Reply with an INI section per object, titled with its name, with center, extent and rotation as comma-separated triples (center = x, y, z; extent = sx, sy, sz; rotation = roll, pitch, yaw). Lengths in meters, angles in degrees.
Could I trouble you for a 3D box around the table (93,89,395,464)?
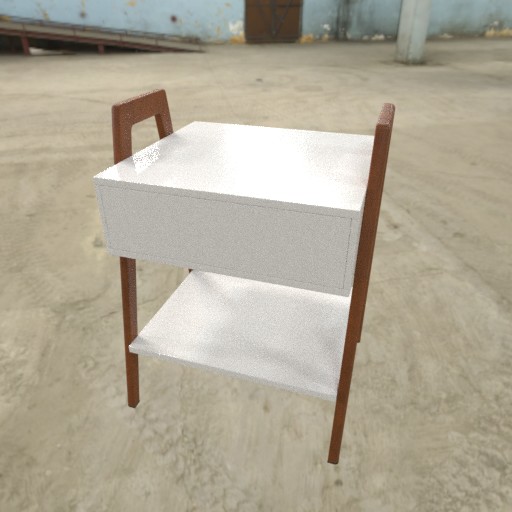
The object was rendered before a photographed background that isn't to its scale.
[table]
center = 0.000, 0.000, 0.910
extent = 0.457, 0.610, 0.405
rotation = 9, 32, 15
